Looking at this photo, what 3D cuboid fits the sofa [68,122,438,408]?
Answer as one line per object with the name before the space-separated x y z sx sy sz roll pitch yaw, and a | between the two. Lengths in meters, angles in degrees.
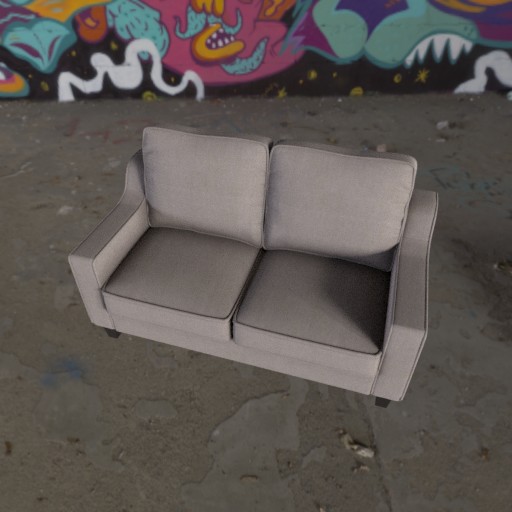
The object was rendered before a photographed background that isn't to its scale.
sofa | 0.000 0.000 2.073 1.500 0.948 0.791 11 42 13
